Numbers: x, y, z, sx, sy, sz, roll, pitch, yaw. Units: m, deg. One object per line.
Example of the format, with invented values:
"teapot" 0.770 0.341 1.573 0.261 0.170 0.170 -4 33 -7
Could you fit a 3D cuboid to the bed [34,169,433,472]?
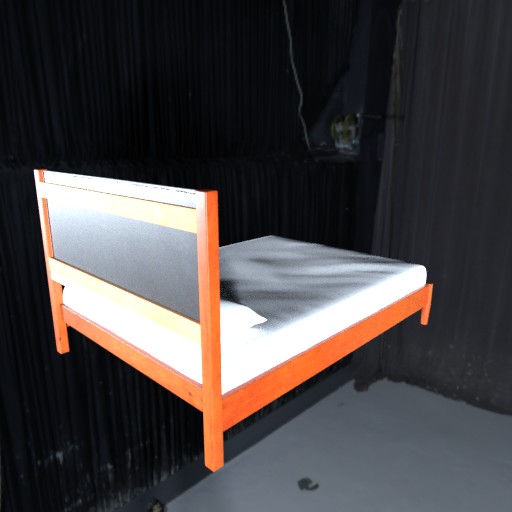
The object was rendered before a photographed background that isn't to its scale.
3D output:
"bed" 0.000 0.000 2.947 1.566 1.165 2.117 14 21 42
